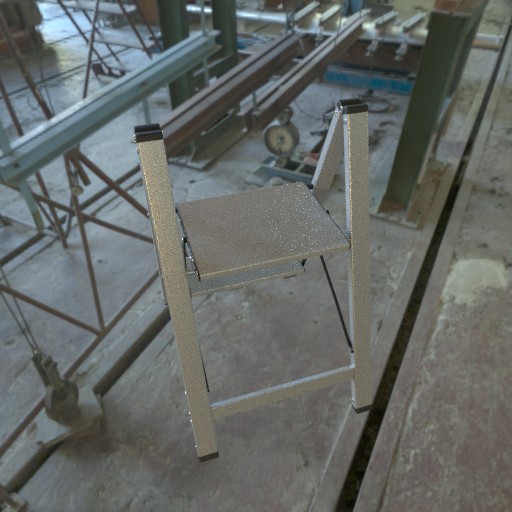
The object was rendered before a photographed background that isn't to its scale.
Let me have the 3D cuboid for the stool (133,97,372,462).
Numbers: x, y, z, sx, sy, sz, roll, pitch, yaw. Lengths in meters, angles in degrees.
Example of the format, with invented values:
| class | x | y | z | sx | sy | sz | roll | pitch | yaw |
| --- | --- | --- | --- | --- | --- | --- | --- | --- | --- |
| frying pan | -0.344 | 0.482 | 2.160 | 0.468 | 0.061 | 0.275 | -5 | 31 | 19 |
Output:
| class | x | y | z | sx | sy | sz | roll | pitch | yaw |
| --- | --- | --- | --- | --- | --- | --- | --- | --- | --- |
| stool | 0.000 | 0.000 | 1.019 | 0.440 | 0.670 | 0.535 | -12 | 42 | -13 |
